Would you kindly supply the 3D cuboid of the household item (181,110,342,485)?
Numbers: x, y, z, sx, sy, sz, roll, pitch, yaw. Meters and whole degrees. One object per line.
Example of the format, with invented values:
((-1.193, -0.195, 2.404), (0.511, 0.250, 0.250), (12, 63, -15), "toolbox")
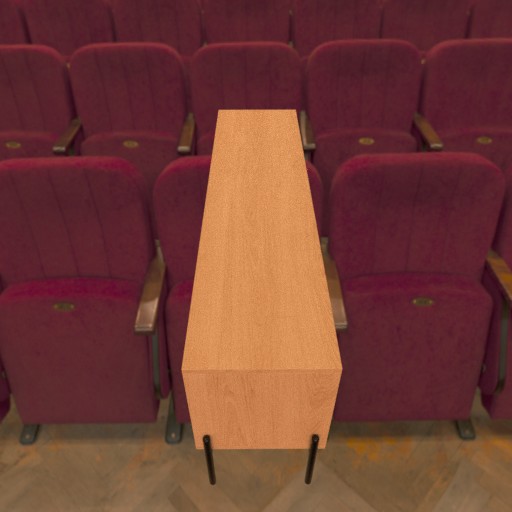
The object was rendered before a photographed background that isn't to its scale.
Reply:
((0.000, 0.000, 1.811), (0.400, 0.600, 1.550), (0, 41, 0), "household item")
